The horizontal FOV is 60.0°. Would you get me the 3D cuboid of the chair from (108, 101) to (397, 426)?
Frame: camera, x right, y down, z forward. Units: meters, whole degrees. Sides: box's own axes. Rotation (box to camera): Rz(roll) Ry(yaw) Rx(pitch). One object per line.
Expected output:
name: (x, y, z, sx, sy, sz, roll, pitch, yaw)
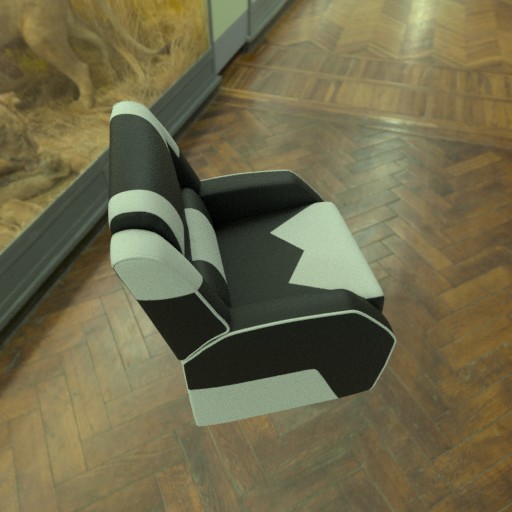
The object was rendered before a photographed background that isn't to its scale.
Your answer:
chair: (0.000, 0.000, 1.295, 0.672, 0.805, 0.620, -9, 46, -9)
